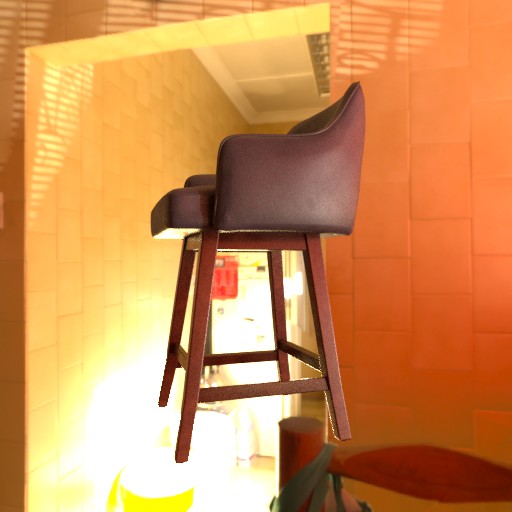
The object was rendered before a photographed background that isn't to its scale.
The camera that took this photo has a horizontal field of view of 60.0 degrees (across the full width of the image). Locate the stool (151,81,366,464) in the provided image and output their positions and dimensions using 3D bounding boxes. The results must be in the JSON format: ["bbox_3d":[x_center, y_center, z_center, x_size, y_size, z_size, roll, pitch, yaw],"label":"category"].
[{"bbox_3d":[0.000,0.000,1.268,0.560,0.936,0.550,0,-1,-18],"label":"stool"}]
